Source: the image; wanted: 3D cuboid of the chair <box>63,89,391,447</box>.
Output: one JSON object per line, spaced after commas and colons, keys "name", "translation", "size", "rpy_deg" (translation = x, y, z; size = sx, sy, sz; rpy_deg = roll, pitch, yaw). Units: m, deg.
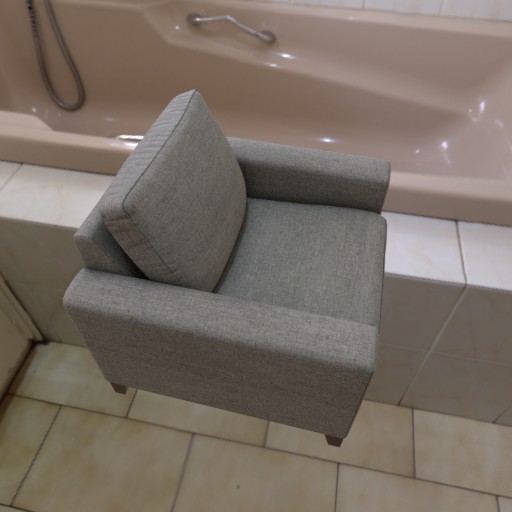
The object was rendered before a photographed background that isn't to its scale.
{"name": "chair", "translation": [0.000, 0.000, 1.803], "size": [1.038, 1.010, 1.024], "rpy_deg": [10, 50, 9]}
